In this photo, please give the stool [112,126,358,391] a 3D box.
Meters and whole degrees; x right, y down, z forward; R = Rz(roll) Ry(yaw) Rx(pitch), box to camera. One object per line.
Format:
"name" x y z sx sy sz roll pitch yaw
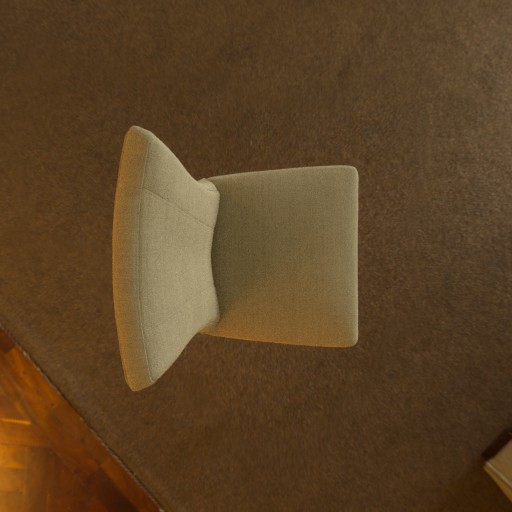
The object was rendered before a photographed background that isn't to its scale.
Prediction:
"stool" 0.000 0.000 1.373 0.574 1.086 0.514 0 91 -1
